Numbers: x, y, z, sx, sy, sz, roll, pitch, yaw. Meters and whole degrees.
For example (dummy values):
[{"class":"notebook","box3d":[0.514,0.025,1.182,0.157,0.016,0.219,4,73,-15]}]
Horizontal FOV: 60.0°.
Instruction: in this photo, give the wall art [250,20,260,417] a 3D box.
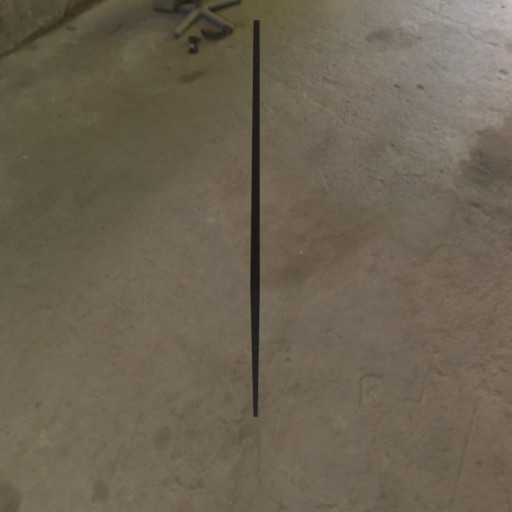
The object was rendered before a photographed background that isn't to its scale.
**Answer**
[{"class":"wall art","box3d":[0.000,0.000,0.691,0.008,0.530,0.379,0,59,0]}]
